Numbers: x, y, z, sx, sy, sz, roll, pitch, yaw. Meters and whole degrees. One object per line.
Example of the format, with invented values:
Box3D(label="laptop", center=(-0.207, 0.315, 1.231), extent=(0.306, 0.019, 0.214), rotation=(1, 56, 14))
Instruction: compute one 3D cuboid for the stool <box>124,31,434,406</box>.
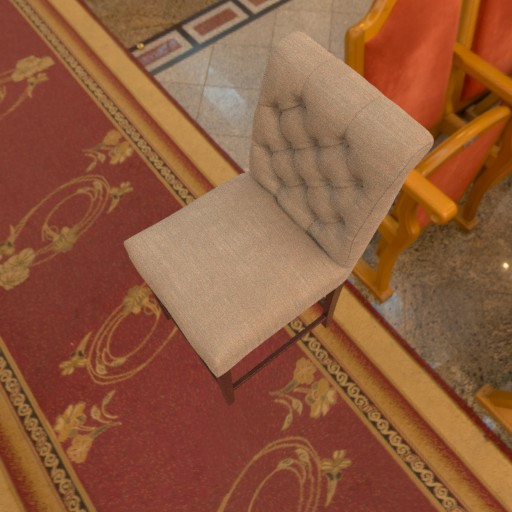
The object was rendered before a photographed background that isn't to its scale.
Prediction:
Box3D(label="stool", center=(0.000, 0.000, 1.416), extent=(0.660, 1.084, 0.486), rotation=(-34, 68, -16))
